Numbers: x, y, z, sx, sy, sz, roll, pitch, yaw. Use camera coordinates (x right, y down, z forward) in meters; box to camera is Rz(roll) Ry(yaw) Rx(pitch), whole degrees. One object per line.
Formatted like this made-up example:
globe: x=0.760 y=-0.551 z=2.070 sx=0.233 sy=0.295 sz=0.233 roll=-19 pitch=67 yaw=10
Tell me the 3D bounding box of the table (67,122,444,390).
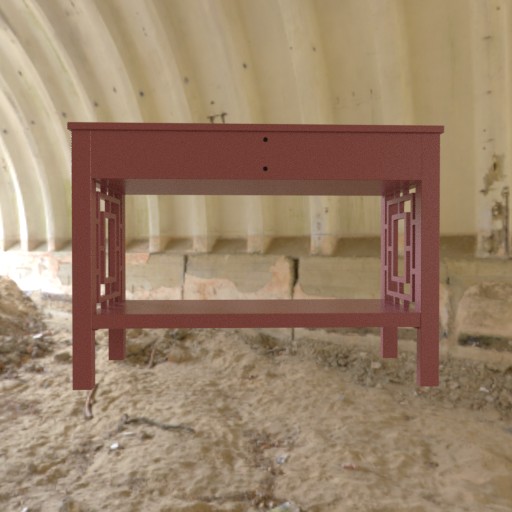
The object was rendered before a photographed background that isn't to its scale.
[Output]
table: x=0.000 y=0.000 z=1.455 sx=1.068 sy=0.753 sz=0.397 roll=0 pitch=1 yaw=-2
